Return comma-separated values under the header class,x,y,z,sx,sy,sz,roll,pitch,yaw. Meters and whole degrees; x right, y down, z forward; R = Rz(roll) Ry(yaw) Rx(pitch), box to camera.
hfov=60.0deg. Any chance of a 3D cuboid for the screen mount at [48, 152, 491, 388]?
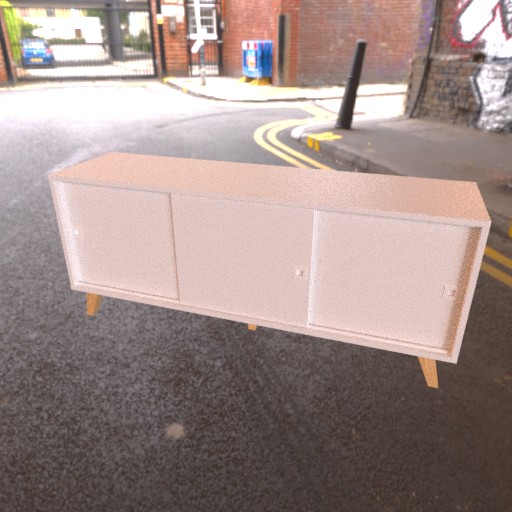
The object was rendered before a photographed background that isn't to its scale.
class,x,y,z,sx,sy,sz,roll,pitch,yaw
screen mount,0.000,0.000,1.729,1.490,0.619,0.400,8,27,17
